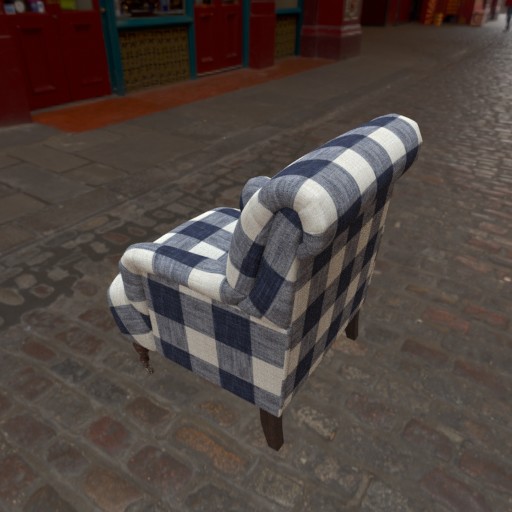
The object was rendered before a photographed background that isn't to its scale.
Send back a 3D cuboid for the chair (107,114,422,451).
[{"bbox_3d":[0.000,0.000,1.597,0.848,0.953,0.781,19,36,28],"label":"chair"}]
